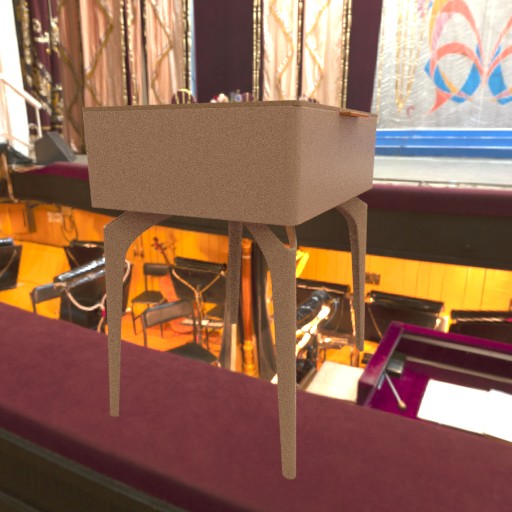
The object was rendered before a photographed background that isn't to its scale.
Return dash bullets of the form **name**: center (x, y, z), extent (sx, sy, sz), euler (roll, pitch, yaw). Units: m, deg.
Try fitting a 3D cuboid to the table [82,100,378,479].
- **table**: center (0.000, 0.000, 0.919), extent (0.400, 0.570, 0.500), euler (7, 17, 25)
